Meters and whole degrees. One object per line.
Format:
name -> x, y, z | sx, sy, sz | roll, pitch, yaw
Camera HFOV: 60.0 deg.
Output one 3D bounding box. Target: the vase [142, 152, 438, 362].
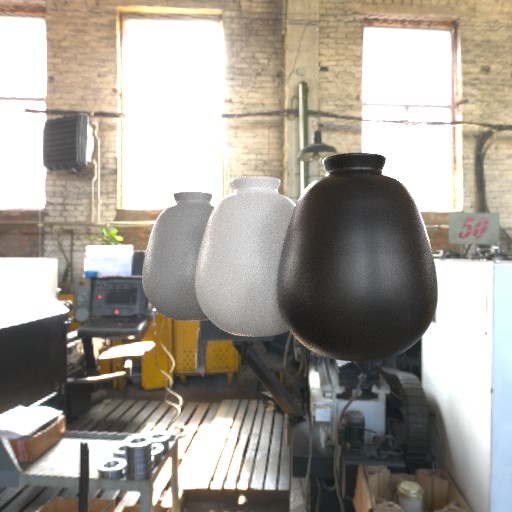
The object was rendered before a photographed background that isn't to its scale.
vase -> 0.000, 0.000, 0.357 | 0.097, 0.122, 0.297 | 0, 0, -38
